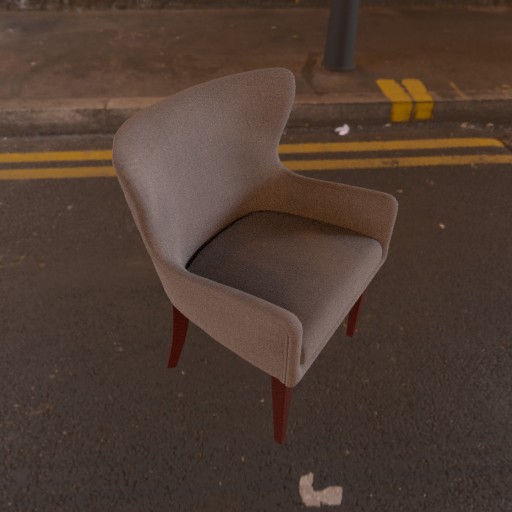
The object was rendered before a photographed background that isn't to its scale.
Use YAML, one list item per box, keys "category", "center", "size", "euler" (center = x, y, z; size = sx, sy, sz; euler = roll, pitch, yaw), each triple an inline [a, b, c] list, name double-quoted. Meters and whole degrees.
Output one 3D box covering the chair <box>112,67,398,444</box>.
- category: "chair"
  center: [0.000, 0.000, 1.444]
  size: [0.677, 0.948, 0.732]
  euler: [25, 47, 25]
